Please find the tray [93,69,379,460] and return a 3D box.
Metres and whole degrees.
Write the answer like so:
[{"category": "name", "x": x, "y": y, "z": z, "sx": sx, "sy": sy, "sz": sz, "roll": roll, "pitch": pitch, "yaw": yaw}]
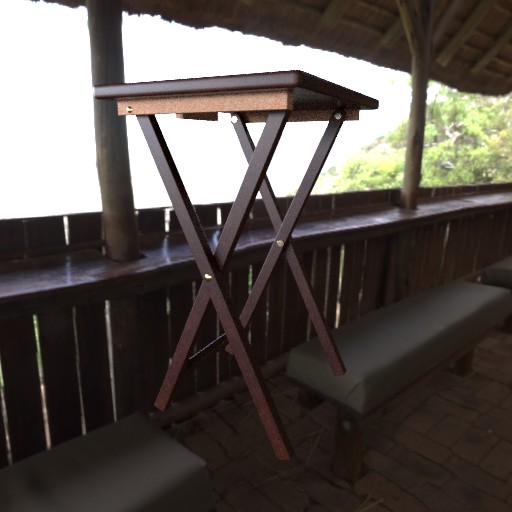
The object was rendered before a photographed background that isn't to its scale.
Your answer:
[{"category": "tray", "x": 0.000, "y": 0.000, "z": 0.954, "sx": 0.381, "sy": 0.660, "sz": 0.483, "roll": 7, "pitch": 16, "yaw": 26}]
